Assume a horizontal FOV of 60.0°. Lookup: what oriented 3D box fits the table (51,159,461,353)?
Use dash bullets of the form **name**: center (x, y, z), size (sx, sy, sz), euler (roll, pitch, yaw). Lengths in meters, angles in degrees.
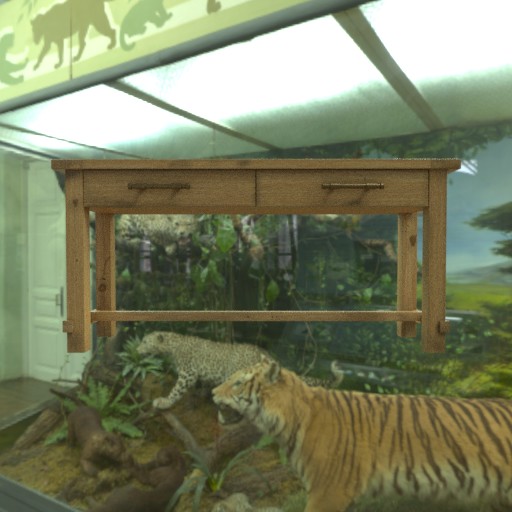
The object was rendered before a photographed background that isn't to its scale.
- **table**: center (0.000, 0.000, 1.921), size (1.599, 0.762, 0.442), euler (0, 1, 0)
